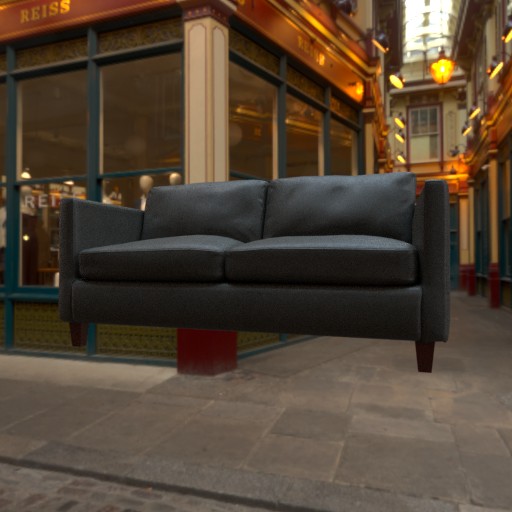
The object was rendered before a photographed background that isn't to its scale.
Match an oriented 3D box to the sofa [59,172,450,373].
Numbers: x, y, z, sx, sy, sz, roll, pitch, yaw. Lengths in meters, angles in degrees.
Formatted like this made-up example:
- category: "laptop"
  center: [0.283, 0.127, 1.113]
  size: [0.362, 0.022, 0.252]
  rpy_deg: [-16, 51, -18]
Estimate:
- category: "sofa"
  center: [0.000, 0.000, 2.426]
  size: [1.883, 0.933, 0.951]
  rpy_deg: [0, 0, 18]
